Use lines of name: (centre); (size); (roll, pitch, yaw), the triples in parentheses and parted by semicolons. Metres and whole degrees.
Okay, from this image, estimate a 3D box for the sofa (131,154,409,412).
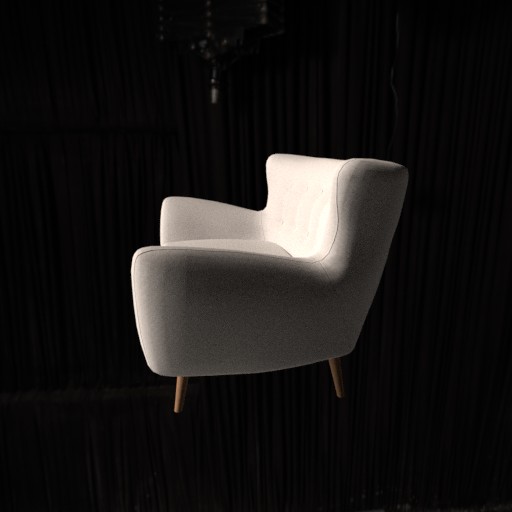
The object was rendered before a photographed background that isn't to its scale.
sofa: (0.000, 0.000, 1.988); (0.921, 0.878, 1.424); (-2, 14, -8)
